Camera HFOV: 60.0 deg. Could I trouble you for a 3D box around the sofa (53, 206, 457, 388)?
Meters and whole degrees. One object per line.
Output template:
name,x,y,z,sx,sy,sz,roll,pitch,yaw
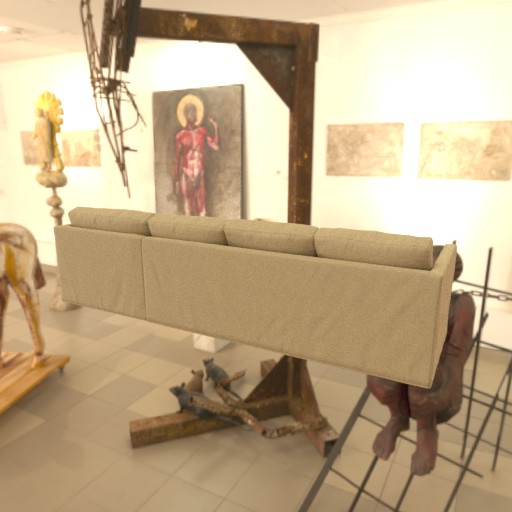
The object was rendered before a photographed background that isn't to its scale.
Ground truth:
sofa,0.000,0.000,3.880,3.177,0.867,1.622,7,16,27
